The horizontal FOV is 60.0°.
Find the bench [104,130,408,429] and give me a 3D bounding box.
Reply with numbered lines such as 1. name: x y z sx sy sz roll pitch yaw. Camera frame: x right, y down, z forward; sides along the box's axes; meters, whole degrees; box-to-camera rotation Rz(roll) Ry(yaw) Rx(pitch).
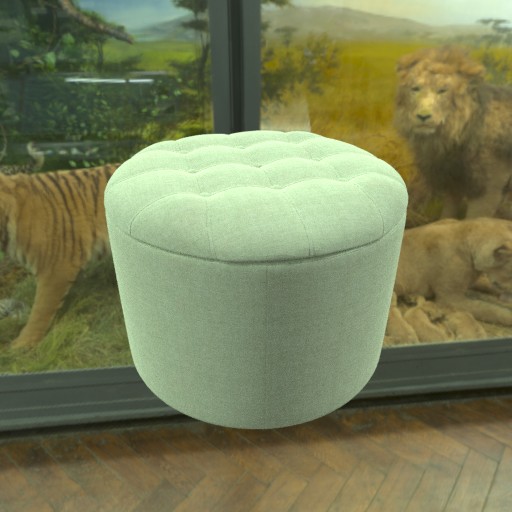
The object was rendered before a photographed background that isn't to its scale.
1. bench: 0.000 0.000 0.990 0.600 0.453 0.600 0 30 0
